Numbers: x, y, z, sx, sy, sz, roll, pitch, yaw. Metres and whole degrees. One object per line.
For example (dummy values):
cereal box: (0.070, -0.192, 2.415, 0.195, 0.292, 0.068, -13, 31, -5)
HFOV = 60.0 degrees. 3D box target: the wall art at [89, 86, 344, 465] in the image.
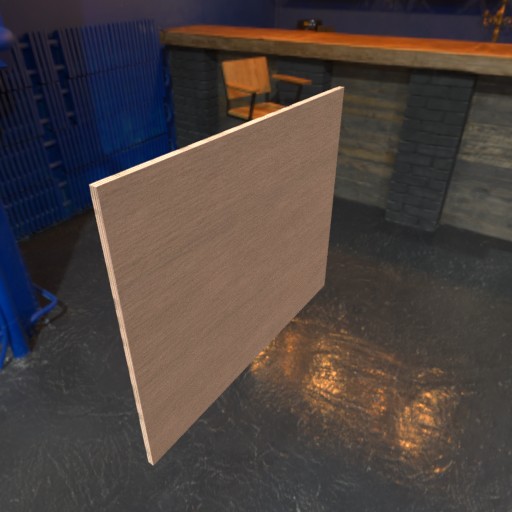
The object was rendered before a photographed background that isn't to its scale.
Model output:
wall art: (0.000, 0.000, 0.675, 0.010, 0.408, 0.508, 20, 37, 29)
